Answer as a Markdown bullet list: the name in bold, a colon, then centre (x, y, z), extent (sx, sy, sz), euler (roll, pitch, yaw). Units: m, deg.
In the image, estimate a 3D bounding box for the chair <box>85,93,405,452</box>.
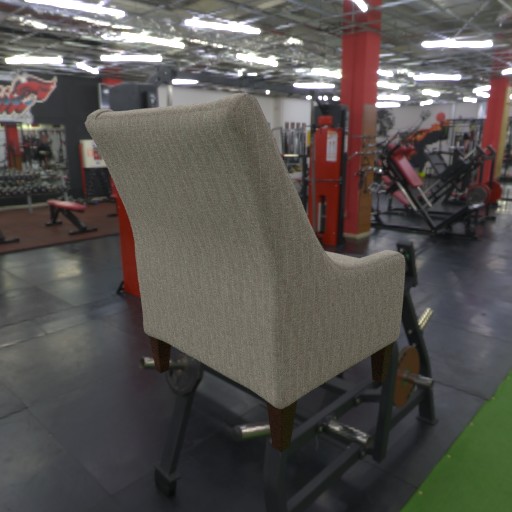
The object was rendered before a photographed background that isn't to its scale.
- **chair**: centre (0.000, 0.000, 1.613), extent (0.870, 1.014, 0.774), euler (-14, 20, -43)
